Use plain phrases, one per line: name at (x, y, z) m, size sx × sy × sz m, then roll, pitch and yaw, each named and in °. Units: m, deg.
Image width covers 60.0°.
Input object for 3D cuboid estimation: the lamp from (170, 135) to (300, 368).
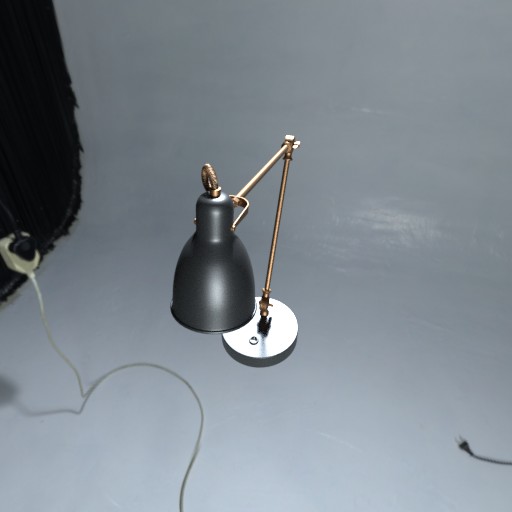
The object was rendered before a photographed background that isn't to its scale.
lamp at (0.000, 0.000, 0.880) m, size 0.187 × 0.587 × 0.561 m, roll 12°, pitch 44°, yaw 12°
